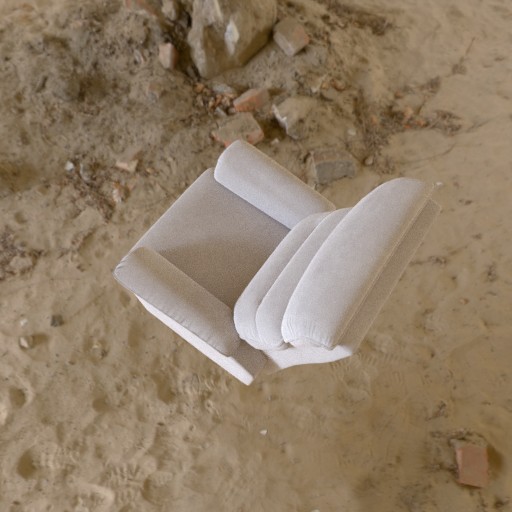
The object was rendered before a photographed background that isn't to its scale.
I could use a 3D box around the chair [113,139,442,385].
[{"bbox_3d":[0.000,0.000,1.766,1.001,1.039,0.820,32,67,15],"label":"chair"}]
